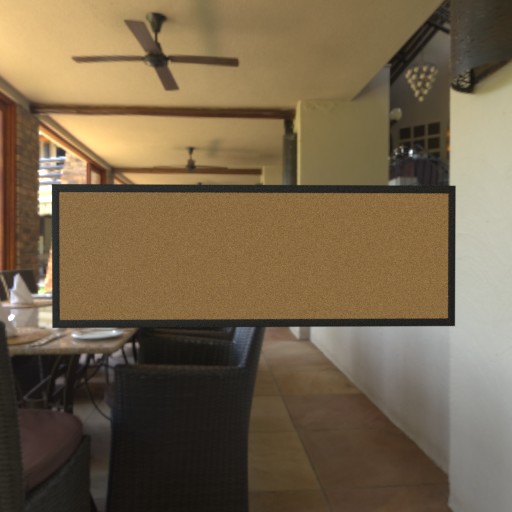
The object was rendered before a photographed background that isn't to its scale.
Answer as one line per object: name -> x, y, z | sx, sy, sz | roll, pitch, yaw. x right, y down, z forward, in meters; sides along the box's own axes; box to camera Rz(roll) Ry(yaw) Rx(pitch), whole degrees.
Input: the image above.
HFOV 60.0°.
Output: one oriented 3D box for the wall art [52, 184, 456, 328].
wall art -> 0.000, 0.000, 1.745 | 1.572, 0.554, 0.041 | 0, 1, -2
